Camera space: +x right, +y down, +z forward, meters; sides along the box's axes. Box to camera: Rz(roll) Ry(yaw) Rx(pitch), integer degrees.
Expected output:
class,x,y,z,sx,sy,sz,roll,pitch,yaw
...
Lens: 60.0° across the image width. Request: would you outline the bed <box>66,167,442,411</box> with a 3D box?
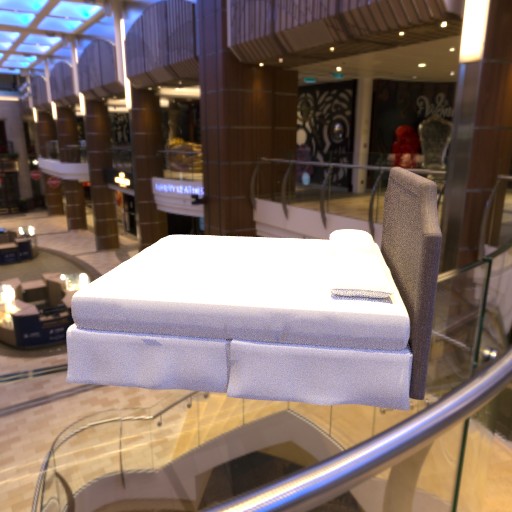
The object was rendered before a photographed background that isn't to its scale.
class,x,y,z,sx,sy,sz,roll,pitch,yaw
bed,0.000,0.000,4.210,2.773,1.590,2.350,2,15,9
